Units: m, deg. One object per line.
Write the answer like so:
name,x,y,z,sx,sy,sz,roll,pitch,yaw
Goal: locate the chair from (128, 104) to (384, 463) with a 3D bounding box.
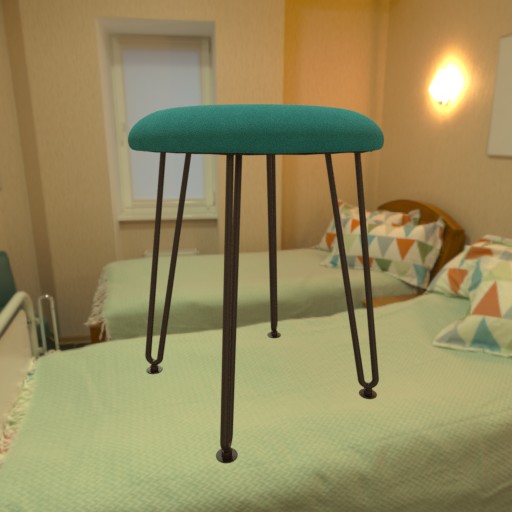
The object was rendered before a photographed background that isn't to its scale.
chair,0.000,0.000,0.674,0.350,0.430,0.350,-15,21,-43
